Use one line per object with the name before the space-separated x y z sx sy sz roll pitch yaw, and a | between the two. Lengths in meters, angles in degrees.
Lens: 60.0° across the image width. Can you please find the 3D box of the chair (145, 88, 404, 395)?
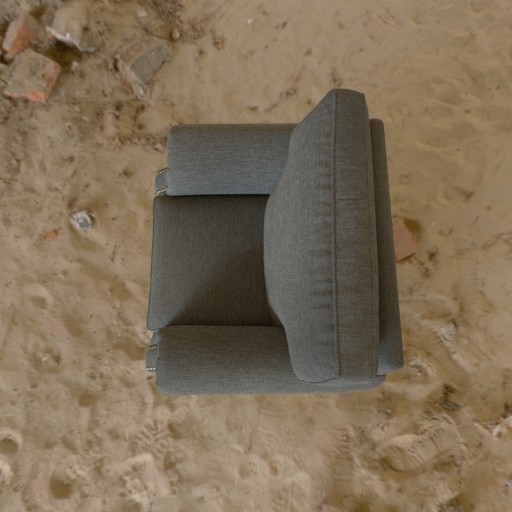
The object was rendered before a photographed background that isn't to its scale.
chair | 0.000 0.000 1.835 0.965 0.961 1.092 0 76 0
